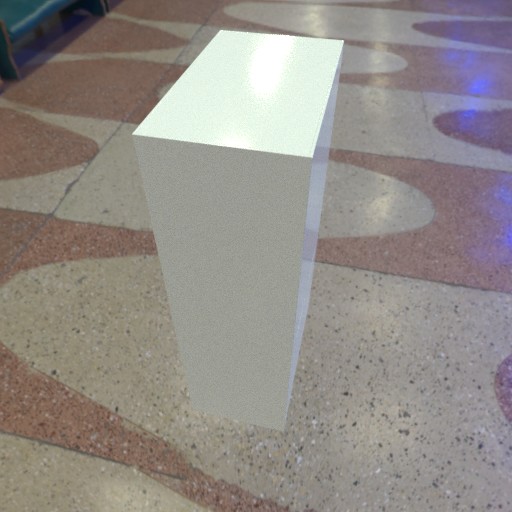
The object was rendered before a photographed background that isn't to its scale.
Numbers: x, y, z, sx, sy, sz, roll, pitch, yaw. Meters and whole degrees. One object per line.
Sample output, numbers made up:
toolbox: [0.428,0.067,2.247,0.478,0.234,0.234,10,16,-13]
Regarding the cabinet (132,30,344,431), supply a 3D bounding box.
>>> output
cabinet: [0.000,0.000,2.380,0.580,1.920,0.980,10,46,9]
